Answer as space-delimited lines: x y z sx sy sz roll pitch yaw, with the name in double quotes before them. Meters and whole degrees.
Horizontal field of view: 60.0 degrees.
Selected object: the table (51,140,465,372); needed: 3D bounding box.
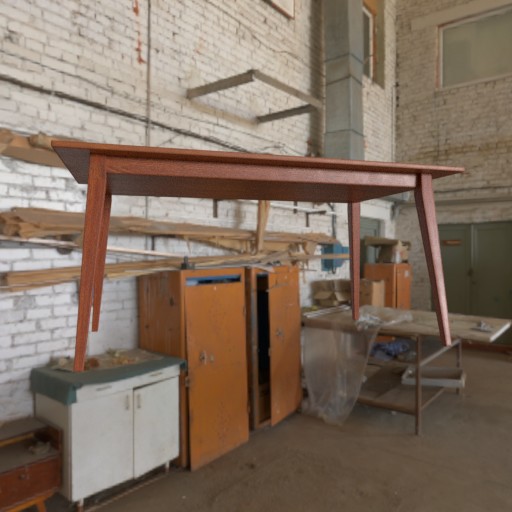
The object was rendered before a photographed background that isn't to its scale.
"table" 0.000 0.000 2.042 1.609 0.755 0.811 0 0 -16
